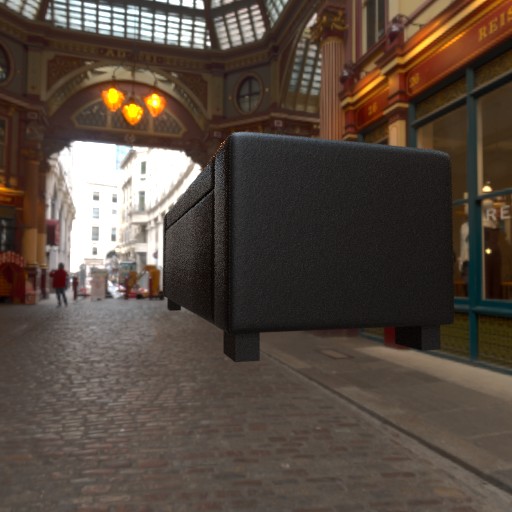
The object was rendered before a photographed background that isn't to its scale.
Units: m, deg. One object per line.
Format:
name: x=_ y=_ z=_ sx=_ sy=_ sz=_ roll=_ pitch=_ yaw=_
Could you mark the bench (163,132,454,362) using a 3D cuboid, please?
bench: x=0.000 y=0.000 z=1.497 sx=0.508 sy=0.445 sz=1.296 roll=1 pitch=-2 yaw=-17
